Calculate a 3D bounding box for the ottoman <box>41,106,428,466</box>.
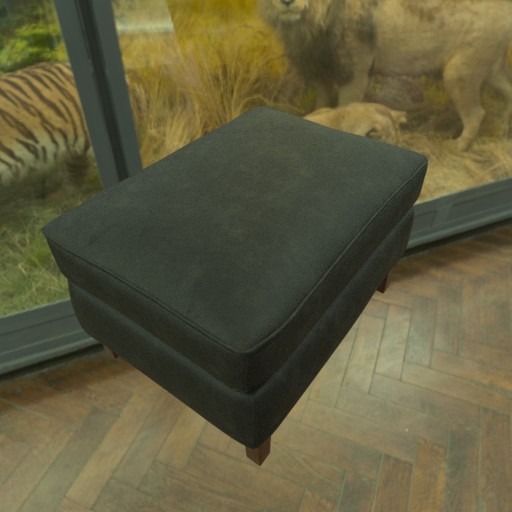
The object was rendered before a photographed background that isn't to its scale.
[{"bbox_3d":[0.000,0.000,0.966,0.501,0.413,0.665,26,48,26],"label":"ottoman"}]
